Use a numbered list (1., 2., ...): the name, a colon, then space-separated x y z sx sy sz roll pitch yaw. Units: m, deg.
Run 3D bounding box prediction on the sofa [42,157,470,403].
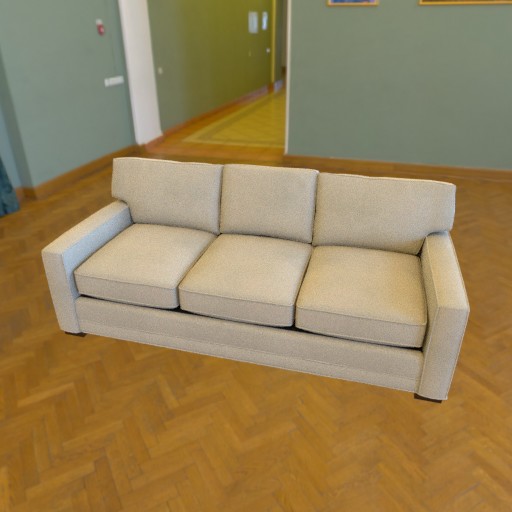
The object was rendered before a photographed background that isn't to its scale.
1. sofa: 0.000 0.000 2.511 2.088 0.862 0.935 7 29 13
